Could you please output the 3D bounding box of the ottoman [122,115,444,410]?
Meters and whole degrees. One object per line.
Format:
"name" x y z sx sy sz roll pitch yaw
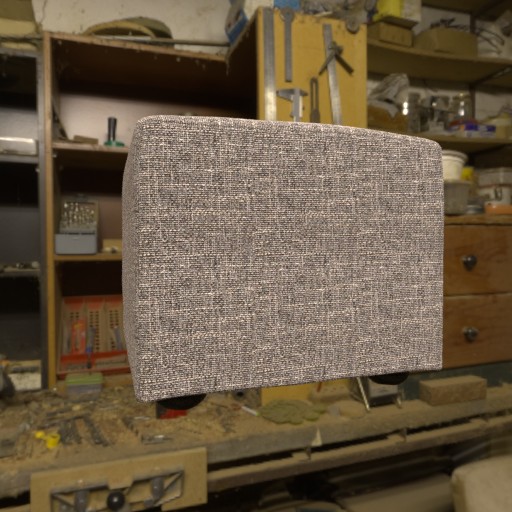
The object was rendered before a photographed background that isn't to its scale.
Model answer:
"ottoman" 0.000 0.000 0.907 0.512 0.453 0.521 -1 2 -19
